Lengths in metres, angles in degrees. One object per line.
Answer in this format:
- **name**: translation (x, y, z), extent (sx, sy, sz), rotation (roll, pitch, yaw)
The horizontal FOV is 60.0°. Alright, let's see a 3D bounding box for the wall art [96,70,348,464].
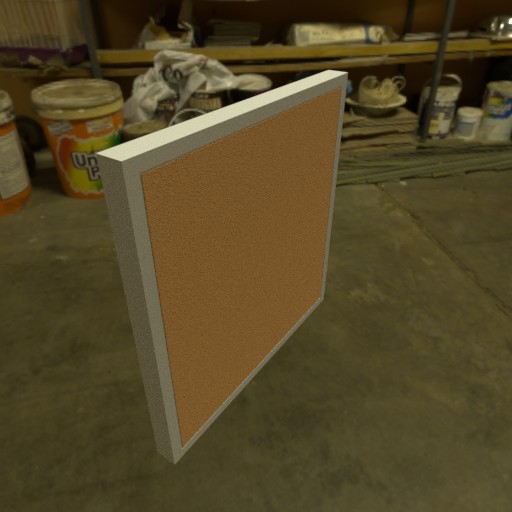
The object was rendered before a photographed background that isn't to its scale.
- **wall art**: translation (0.000, 0.000, 0.747), extent (0.038, 0.506, 0.506), rotation (21, 39, 28)
